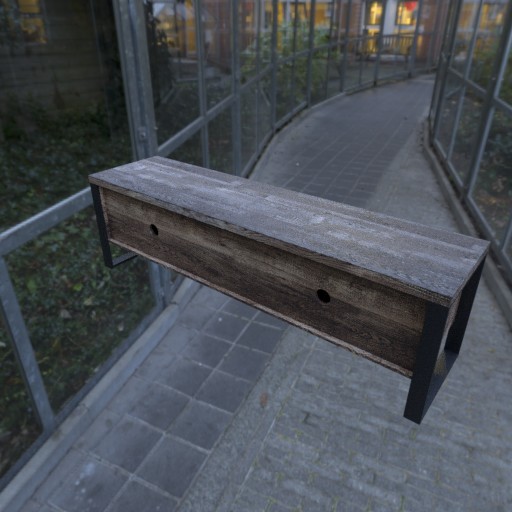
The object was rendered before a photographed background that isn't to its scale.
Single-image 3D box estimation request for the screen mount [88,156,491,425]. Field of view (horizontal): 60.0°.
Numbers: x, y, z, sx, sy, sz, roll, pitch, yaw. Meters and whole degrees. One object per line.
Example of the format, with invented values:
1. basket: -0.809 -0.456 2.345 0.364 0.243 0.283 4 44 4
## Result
1. screen mount: 0.000 0.000 1.741 1.524 0.450 0.395 20 35 33
